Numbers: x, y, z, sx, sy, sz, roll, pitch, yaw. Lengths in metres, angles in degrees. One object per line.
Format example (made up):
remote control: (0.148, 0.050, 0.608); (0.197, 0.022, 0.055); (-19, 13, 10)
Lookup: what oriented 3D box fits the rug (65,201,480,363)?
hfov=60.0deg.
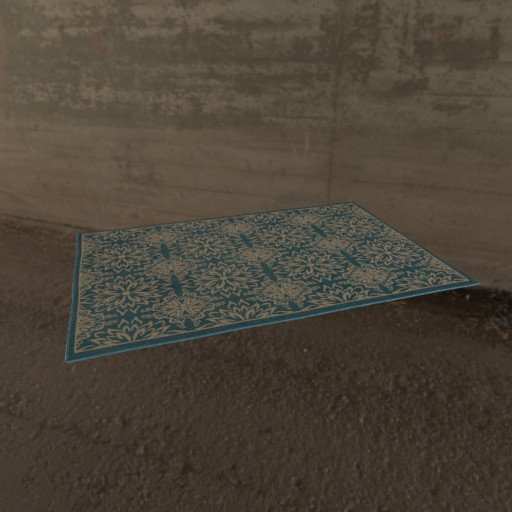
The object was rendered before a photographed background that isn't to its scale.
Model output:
rug: (0.000, 0.000, 2.357); (1.833, 0.012, 1.211); (-8, 28, -16)
